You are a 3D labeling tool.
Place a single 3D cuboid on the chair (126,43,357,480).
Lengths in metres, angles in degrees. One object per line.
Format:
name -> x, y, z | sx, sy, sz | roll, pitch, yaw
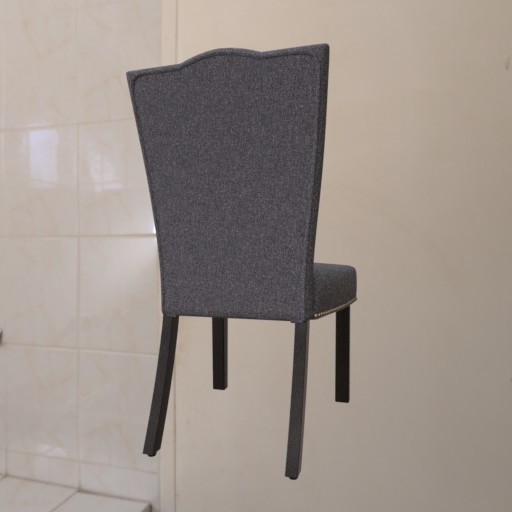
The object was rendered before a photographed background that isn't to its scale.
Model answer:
chair -> 0.000, 0.000, 1.260 | 0.518, 0.946, 0.589 | 0, 1, 18
